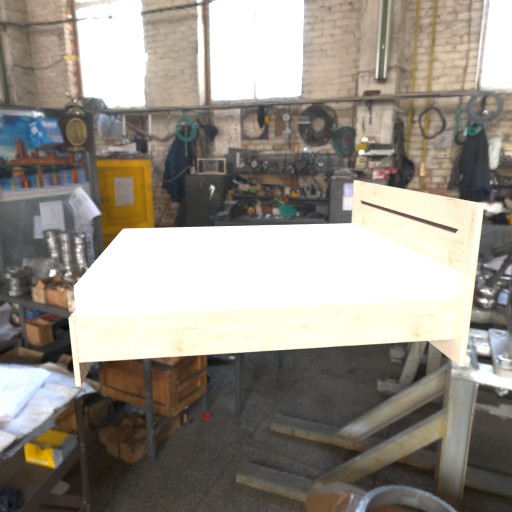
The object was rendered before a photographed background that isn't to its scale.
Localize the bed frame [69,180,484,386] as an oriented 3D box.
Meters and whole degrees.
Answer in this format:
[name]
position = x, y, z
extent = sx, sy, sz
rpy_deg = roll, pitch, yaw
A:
[bed frame]
position = 0.000, 0.000, 3.072
extent = 2.080, 0.900, 1.800
rpy_deg = -2, 14, -8
